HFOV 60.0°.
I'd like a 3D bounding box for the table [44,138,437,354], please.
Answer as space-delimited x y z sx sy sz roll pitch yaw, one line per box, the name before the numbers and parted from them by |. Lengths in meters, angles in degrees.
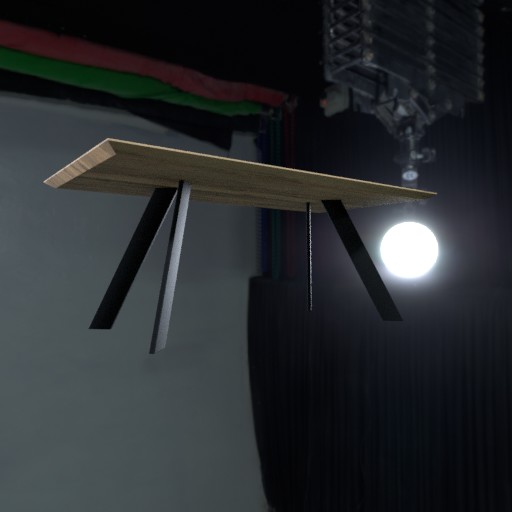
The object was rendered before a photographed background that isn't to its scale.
table | 0.000 0.000 2.492 2.000 0.770 1.000 1 -1 -37
